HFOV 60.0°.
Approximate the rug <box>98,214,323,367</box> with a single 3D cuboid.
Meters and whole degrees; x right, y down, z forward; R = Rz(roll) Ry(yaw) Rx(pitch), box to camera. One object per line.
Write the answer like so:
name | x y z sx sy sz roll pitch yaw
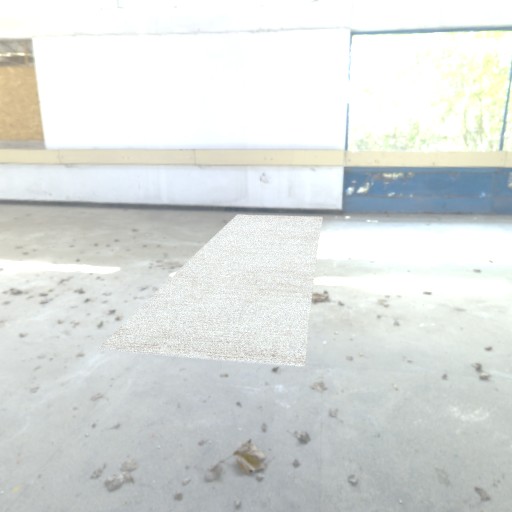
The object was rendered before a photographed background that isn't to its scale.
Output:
rug | 0.000 0.000 2.572 0.712 0.013 2.346 3 17 9
